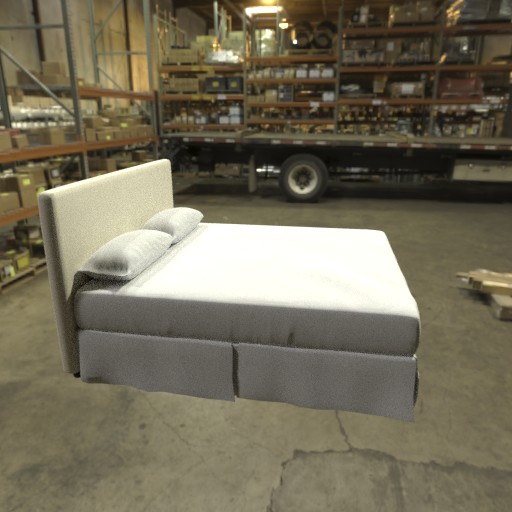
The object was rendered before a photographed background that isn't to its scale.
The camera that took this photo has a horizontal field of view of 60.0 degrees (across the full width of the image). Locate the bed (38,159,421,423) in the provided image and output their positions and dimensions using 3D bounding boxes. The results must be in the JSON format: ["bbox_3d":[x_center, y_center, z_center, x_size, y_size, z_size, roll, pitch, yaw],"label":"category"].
[{"bbox_3d":[0.000,0.000,3.570,2.341,1.317,2.119,3,18,9],"label":"bed"}]
